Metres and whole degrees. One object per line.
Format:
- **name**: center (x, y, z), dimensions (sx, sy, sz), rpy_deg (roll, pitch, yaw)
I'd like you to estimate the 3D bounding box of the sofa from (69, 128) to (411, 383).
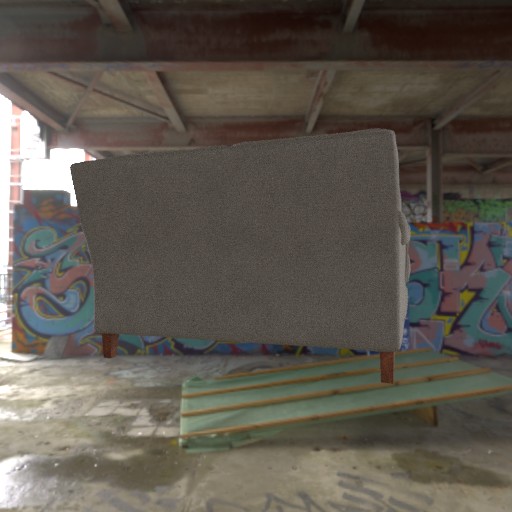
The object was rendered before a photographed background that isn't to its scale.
- **sofa**: center (0.000, 0.000, 2.250), dimensions (1.480, 0.999, 1.087), rpy_deg (0, -1, 20)
